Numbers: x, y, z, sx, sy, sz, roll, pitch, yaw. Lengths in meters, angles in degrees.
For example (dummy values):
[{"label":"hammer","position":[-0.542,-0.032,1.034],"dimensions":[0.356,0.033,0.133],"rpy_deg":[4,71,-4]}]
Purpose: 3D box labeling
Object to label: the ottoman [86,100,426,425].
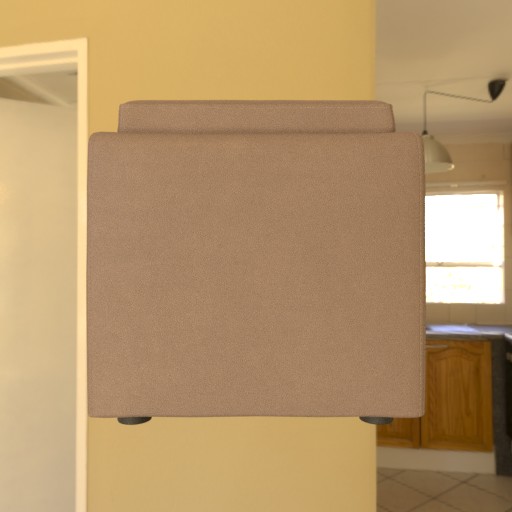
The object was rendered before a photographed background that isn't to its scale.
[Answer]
[{"label":"ottoman","position":[0.000,0.000,0.787],"dimensions":[0.450,0.460,0.451],"rpy_deg":[0,-1,0]}]
